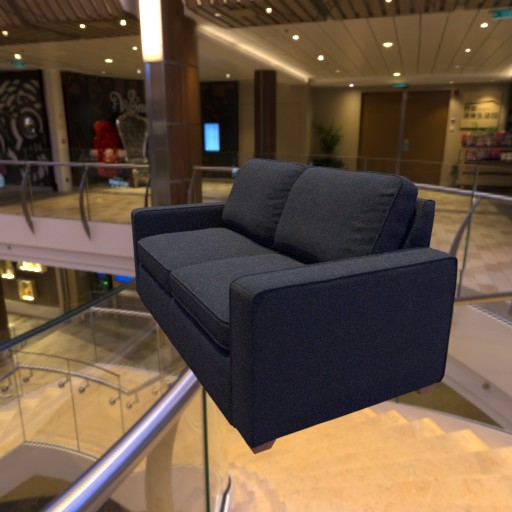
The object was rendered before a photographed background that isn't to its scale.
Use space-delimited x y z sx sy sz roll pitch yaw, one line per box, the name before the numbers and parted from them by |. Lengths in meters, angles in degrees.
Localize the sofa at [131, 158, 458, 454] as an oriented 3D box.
sofa | 0.000 0.000 2.282 0.947 0.918 1.709 -8 17 -26
